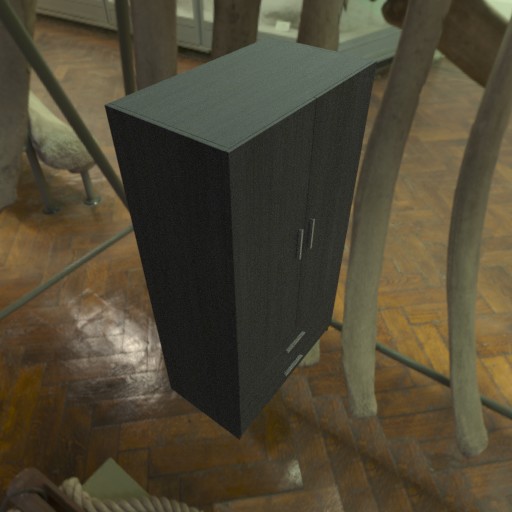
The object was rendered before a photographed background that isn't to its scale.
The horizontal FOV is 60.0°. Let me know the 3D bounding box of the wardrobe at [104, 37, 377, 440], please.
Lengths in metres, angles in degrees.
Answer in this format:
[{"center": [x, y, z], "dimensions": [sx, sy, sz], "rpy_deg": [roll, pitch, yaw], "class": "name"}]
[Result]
[{"center": [0.000, 0.000, 2.308], "dimensions": [0.577, 1.808, 0.991], "rpy_deg": [27, 48, 27], "class": "wardrobe"}]
